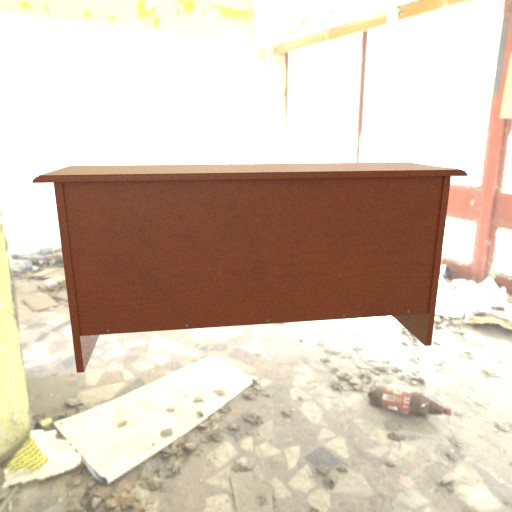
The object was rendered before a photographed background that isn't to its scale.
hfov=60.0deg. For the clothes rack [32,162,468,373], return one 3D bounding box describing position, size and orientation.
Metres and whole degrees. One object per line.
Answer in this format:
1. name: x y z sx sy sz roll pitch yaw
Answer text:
1. clothes rack: 0.000 0.000 1.510 1.251 0.594 0.362 -2 16 -8
